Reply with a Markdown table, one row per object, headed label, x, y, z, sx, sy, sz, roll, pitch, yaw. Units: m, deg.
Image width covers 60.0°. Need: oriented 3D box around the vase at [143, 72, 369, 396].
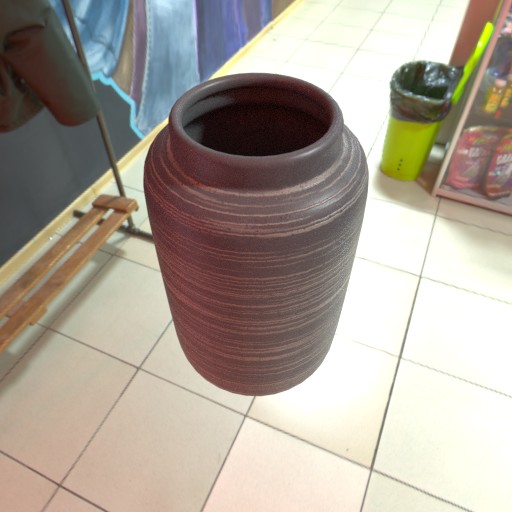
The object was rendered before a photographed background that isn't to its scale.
| label | x | y | z | sx | sy | sz | roll | pitch | yaw |
| --- | --- | --- | --- | --- | --- | --- | --- | --- | --- |
| vase | 0.000 | 0.000 | 0.697 | 0.297 | 0.499 | 0.297 | 0 | 47 | 0 |
